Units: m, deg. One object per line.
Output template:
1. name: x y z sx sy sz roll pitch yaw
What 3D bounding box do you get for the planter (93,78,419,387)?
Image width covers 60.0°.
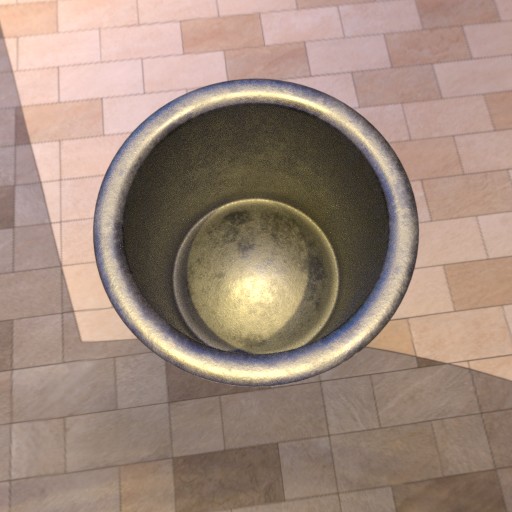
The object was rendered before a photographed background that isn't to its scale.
1. planter: 0.000 0.000 0.220 0.125 0.112 0.125 0 75 0
